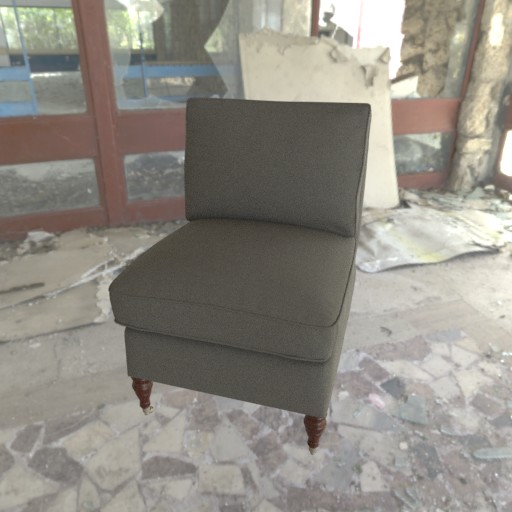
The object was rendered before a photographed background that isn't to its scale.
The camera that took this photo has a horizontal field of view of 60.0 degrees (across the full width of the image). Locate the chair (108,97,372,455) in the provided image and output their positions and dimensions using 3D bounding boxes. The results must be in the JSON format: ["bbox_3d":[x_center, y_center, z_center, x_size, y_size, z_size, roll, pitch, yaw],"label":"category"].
[{"bbox_3d":[0.000,0.000,1.645,0.724,1.045,0.924,7,27,15],"label":"chair"}]
